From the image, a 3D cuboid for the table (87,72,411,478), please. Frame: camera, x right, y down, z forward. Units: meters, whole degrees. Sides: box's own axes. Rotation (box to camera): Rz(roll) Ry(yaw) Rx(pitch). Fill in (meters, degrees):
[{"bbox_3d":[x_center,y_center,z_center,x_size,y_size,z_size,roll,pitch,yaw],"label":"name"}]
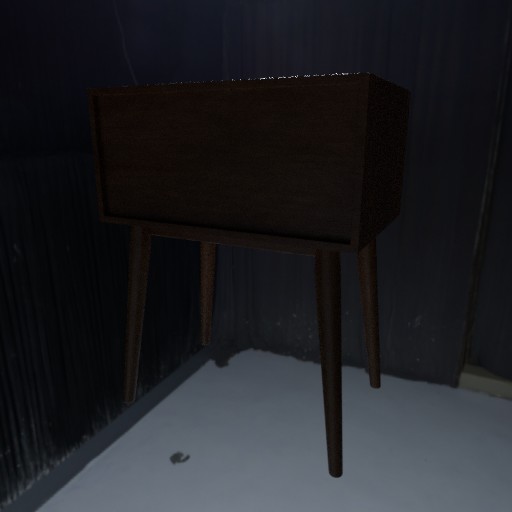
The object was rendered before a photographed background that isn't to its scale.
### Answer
[{"bbox_3d":[0.000,0.000,0.824,0.454,0.580,0.307,8,18,26],"label":"table"}]
